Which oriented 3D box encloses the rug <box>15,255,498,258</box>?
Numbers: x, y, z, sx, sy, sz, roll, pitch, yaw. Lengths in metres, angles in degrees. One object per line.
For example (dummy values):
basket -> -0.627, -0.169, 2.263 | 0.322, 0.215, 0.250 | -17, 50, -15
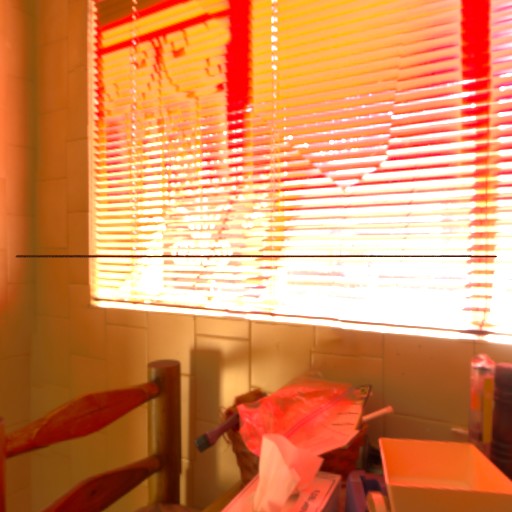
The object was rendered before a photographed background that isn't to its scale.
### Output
rug -> 0.000, 0.000, 2.280 | 1.829, 0.010, 1.219 | 0, 0, -1
